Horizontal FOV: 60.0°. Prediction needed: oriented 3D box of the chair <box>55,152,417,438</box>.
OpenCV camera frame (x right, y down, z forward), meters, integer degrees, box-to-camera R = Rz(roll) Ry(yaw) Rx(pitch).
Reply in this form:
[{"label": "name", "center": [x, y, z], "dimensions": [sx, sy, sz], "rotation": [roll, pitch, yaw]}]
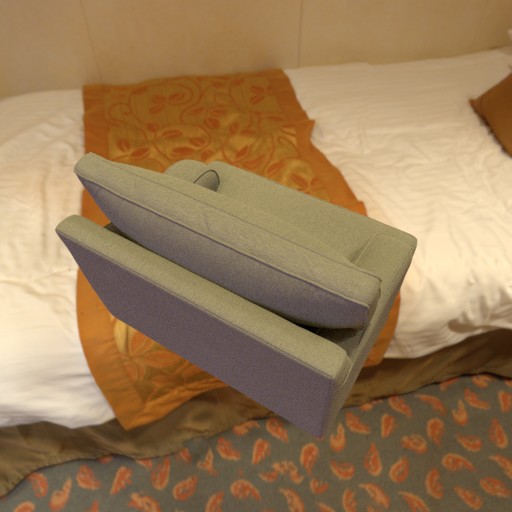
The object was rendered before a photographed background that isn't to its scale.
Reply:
[{"label": "chair", "center": [0.000, 0.000, 1.997], "dimensions": [1.220, 1.016, 1.041], "rotation": [25, 52, 21]}]
